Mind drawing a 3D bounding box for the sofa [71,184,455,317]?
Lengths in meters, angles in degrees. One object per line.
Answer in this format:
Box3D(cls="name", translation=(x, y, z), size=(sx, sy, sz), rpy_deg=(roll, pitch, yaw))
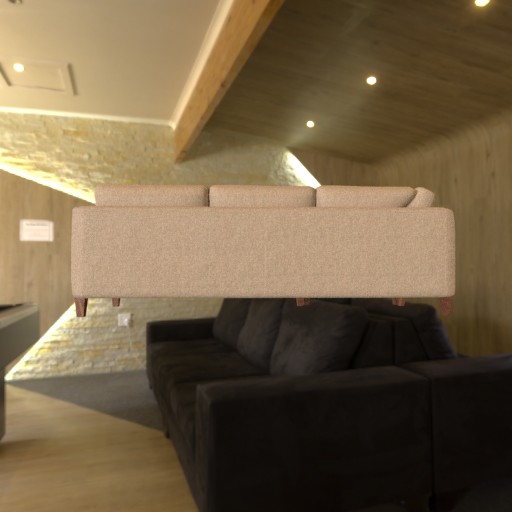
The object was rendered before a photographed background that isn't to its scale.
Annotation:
Box3D(cls="sofa", translation=(0.000, 0.000, 4.555), size=(2.551, 0.889, 3.403), rpy_deg=(0, -2, -2))
